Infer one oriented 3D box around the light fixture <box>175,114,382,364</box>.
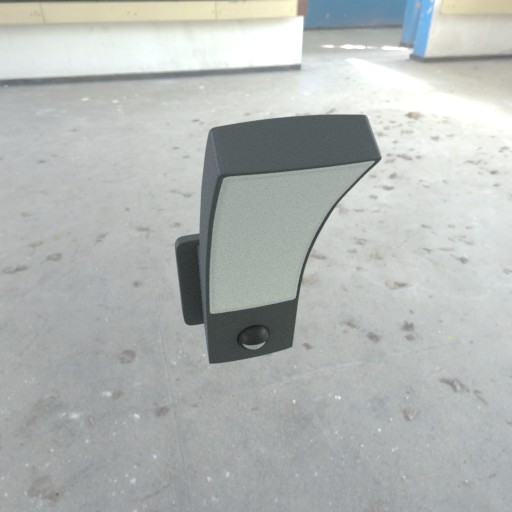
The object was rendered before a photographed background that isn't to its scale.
[{"bbox_3d":[0.000,0.000,0.333,0.108,0.243,0.174,-9,34,-13],"label":"light fixture"}]
